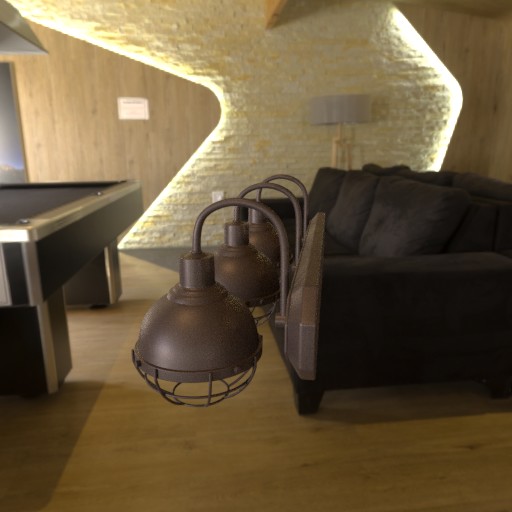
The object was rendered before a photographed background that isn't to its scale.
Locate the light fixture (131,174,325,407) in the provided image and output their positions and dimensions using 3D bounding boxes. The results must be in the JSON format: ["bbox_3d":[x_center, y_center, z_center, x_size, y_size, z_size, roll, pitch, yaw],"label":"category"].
[{"bbox_3d":[0.000,0.000,0.772,0.229,0.254,0.634,2,14,9],"label":"light fixture"}]
